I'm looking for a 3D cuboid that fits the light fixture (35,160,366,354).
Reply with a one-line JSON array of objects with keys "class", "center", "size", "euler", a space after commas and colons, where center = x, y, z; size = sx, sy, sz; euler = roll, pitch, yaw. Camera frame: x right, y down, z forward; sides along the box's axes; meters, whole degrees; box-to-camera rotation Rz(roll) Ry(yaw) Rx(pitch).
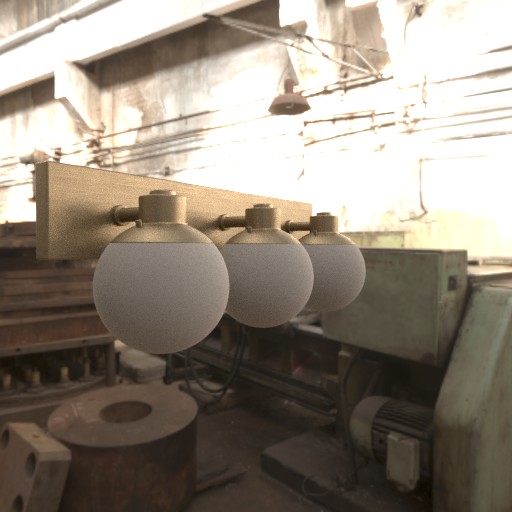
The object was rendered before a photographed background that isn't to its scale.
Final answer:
[{"class": "light fixture", "center": [0.000, 0.000, 0.831], "size": [0.218, 0.263, 0.721], "euler": [1, 1, 36]}]
